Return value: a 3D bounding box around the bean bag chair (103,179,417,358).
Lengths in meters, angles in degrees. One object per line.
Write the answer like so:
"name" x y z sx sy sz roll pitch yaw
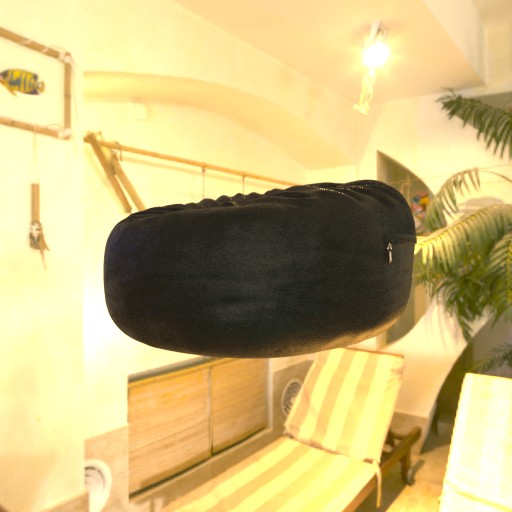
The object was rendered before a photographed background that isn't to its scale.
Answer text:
"bean bag chair" 0.000 0.000 2.372 1.524 0.878 1.524 0 1 37
